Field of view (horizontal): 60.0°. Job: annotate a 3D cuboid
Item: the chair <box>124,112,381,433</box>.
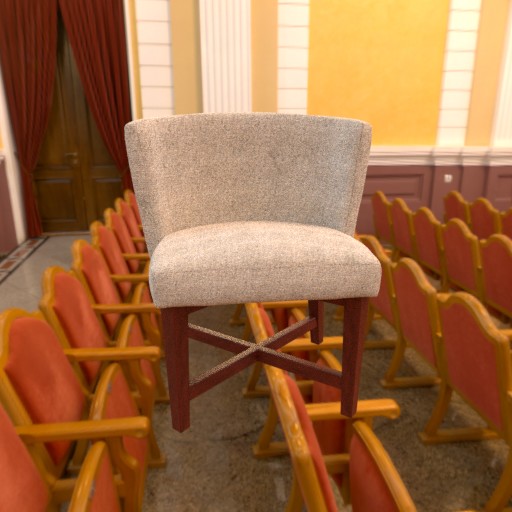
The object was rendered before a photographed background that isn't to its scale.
[{"bbox_3d":[0.000,0.000,1.328,0.728,0.827,0.575,-2,17,-7],"label":"chair"}]
